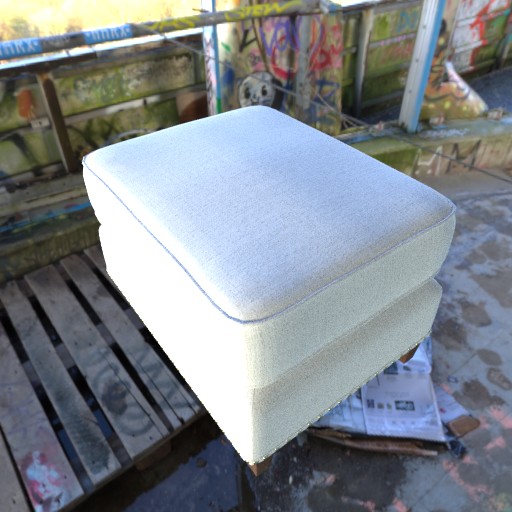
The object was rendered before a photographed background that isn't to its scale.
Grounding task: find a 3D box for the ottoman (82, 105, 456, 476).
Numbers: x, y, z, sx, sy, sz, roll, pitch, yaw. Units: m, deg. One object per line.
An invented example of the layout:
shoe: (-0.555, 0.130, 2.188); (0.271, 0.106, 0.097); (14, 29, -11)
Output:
ottoman: (0.000, 0.000, 1.121); (0.589, 0.537, 0.738); (-26, 46, -27)
